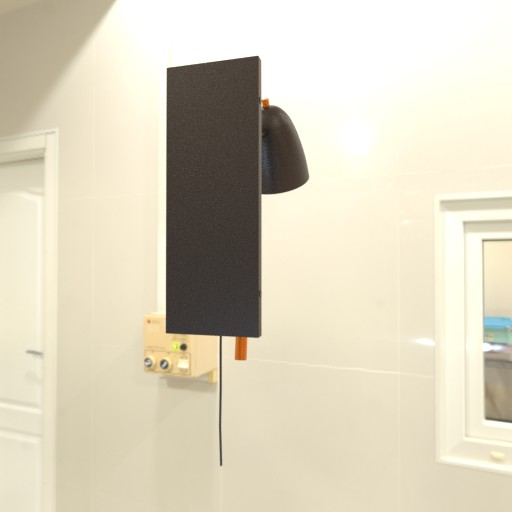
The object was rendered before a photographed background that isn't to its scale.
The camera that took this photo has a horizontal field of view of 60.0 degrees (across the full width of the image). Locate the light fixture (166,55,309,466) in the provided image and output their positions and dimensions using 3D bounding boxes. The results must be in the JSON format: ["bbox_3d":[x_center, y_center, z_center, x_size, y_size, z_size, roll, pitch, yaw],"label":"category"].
[{"bbox_3d":[0.000,0.000,0.918,0.162,0.715,0.499,0,-1,16],"label":"light fixture"}]
